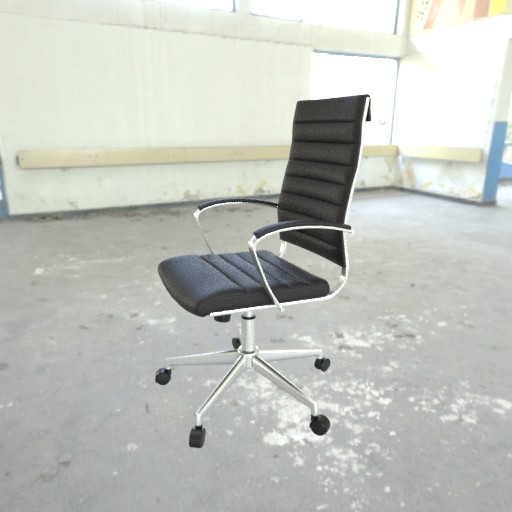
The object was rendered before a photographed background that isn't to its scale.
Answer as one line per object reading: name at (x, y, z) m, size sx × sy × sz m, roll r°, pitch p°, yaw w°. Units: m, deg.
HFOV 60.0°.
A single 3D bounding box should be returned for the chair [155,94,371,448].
chair at (0.000, 0.000, 1.681) m, size 0.739 × 1.149 × 0.766 m, roll -8°, pitch 18°, yaw -25°
